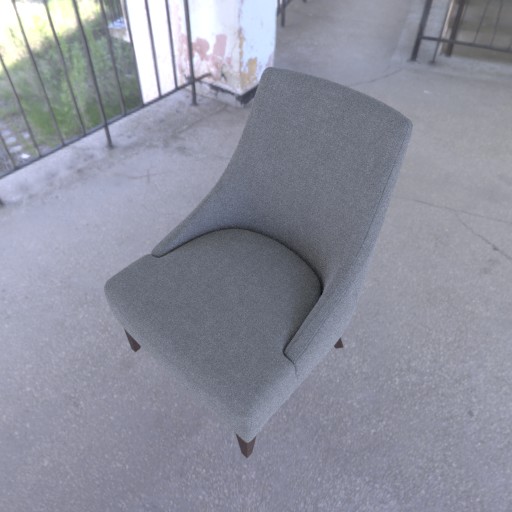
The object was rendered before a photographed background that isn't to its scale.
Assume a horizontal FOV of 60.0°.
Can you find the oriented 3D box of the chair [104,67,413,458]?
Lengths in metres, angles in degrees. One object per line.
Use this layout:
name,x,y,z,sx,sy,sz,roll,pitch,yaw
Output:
chair,0.000,0.000,1.498,0.701,0.909,0.861,33,55,27
